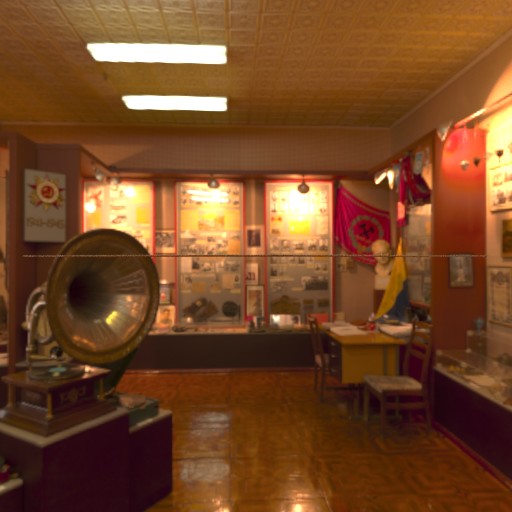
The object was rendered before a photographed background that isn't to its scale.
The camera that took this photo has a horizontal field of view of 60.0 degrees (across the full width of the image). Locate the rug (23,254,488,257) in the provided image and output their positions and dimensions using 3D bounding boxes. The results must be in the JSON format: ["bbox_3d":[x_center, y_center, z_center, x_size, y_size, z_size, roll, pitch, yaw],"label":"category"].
[{"bbox_3d":[0.000,0.000,2.551,2.335,0.013,0.697,0,0,-2],"label":"rug"}]
